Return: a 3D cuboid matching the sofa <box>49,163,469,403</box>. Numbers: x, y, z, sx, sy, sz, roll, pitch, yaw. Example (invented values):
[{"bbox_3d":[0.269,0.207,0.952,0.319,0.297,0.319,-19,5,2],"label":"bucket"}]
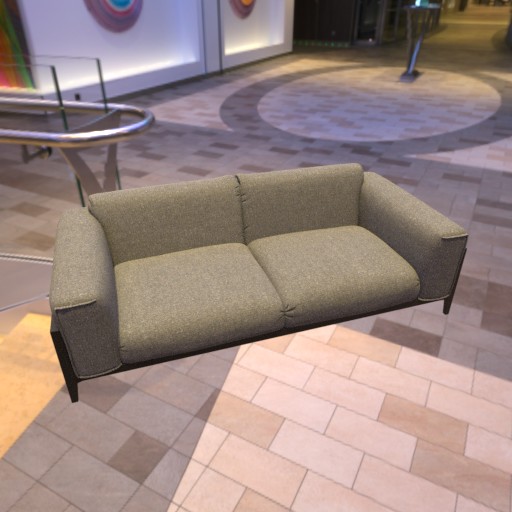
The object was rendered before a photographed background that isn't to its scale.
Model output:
[{"bbox_3d":[0.000,0.000,2.560,2.125,0.703,0.985,-10,32,-16],"label":"sofa"}]
